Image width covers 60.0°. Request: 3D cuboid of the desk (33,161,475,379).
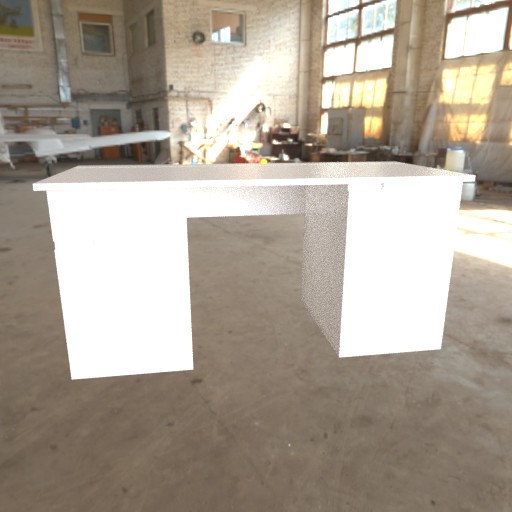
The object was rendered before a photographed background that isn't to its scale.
[{"bbox_3d":[0.000,0.000,1.987,1.580,0.760,0.670,-3,17,-9],"label":"desk"}]
